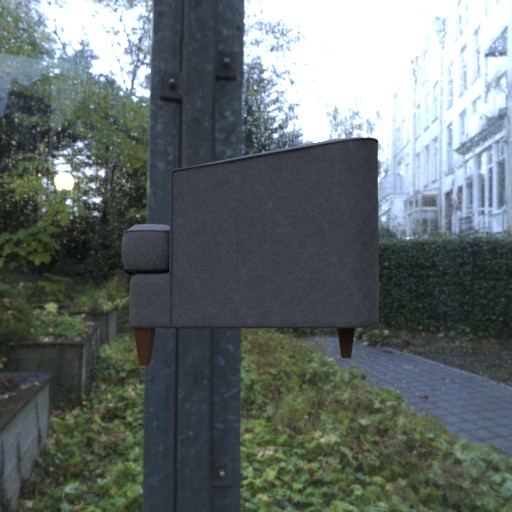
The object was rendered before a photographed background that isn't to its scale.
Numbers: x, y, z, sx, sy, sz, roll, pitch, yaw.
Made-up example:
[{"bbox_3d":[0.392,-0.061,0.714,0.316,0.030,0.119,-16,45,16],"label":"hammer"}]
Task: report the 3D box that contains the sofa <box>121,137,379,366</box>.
[{"bbox_3d":[0.000,0.000,2.590,0.917,0.806,2.247,0,-2,0],"label":"sofa"}]
